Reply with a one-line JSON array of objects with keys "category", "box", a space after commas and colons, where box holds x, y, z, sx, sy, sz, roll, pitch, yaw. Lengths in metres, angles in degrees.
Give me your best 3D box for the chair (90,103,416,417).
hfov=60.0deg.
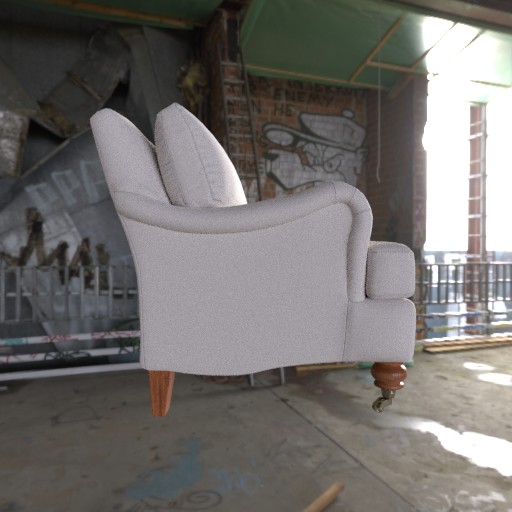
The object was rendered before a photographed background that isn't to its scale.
[{"category": "chair", "box": [0.000, 0.000, 1.850, 1.070, 1.038, 0.955, 0, 1, 1]}]
